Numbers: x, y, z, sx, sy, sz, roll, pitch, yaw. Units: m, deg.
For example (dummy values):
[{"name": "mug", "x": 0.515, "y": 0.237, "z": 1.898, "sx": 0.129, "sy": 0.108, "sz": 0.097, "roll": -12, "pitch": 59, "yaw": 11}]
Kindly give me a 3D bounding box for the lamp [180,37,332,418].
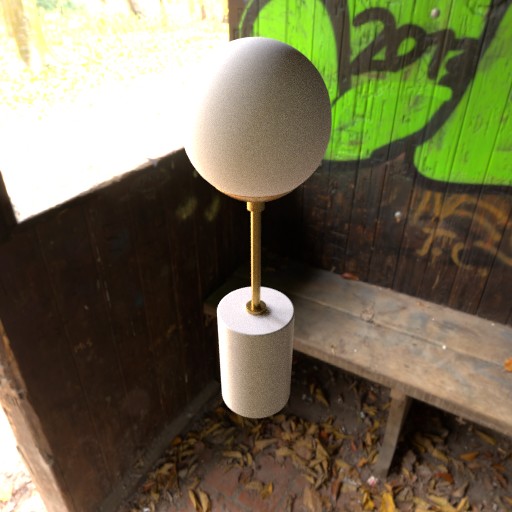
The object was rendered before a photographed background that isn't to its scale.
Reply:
[{"name": "lamp", "x": 0.000, "y": 0.000, "z": 0.540, "sx": 0.153, "sy": 0.480, "sz": 0.153, "roll": 0, "pitch": 32, "yaw": 0}]
